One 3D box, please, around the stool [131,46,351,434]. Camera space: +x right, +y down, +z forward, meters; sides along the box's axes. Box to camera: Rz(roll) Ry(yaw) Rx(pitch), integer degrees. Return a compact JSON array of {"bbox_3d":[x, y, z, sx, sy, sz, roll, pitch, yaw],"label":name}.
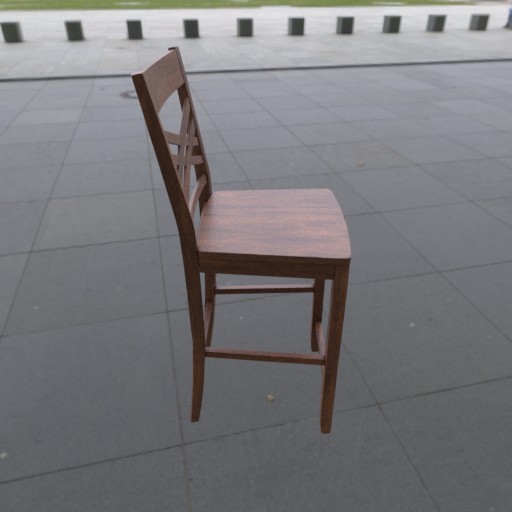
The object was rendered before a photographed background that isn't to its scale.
[{"bbox_3d":[0.000,0.000,1.329,0.504,1.098,0.426,1,32,1],"label":"stool"}]
